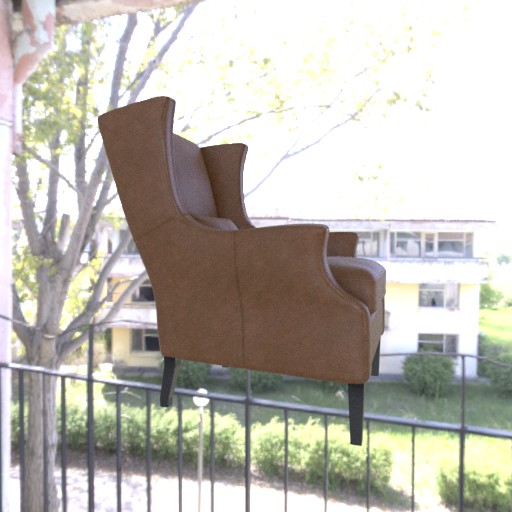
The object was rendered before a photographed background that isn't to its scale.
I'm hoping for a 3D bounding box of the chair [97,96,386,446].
[{"bbox_3d":[0.000,0.000,1.676,0.925,1.016,0.852,0,1,19],"label":"chair"}]
